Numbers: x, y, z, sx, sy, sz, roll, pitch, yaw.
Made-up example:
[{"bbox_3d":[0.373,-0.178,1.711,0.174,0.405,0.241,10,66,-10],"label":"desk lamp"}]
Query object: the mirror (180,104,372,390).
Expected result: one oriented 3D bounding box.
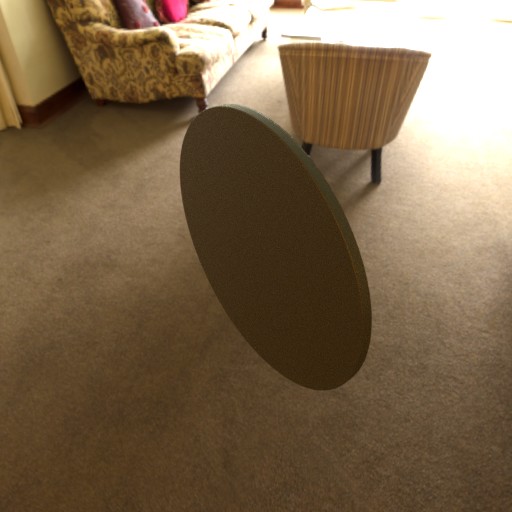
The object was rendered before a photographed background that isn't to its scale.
[{"bbox_3d":[0.000,0.000,1.630,0.036,1.077,1.077,-25,47,-27],"label":"mirror"}]
